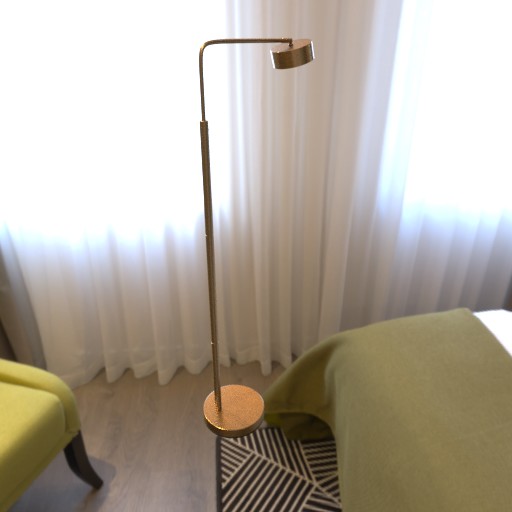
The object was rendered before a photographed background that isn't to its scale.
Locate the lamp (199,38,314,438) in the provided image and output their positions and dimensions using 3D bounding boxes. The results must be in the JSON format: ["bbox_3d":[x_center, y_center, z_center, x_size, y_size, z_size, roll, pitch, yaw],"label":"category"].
[{"bbox_3d":[0.000,0.000,1.394,0.418,1.230,0.219,-18,32,-32],"label":"lamp"}]
